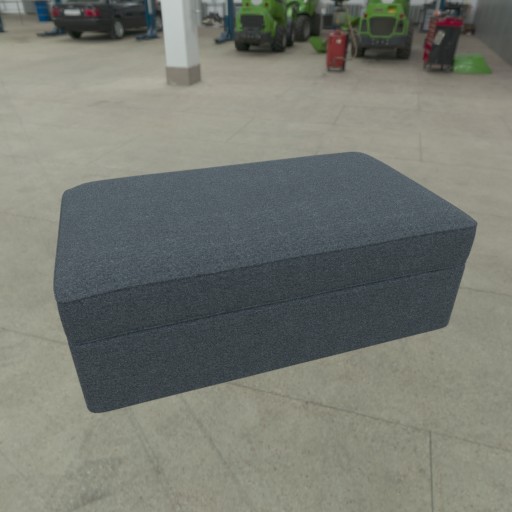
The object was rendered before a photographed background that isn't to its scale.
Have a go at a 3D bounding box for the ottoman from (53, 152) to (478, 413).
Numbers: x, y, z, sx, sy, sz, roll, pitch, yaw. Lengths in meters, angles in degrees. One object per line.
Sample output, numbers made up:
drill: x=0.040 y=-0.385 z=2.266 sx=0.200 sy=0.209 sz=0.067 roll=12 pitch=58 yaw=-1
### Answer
ottoman: x=0.000 y=0.000 z=1.500 sx=1.173 sy=0.494 sz=0.681 roll=-10 pitch=33 yaw=-16
